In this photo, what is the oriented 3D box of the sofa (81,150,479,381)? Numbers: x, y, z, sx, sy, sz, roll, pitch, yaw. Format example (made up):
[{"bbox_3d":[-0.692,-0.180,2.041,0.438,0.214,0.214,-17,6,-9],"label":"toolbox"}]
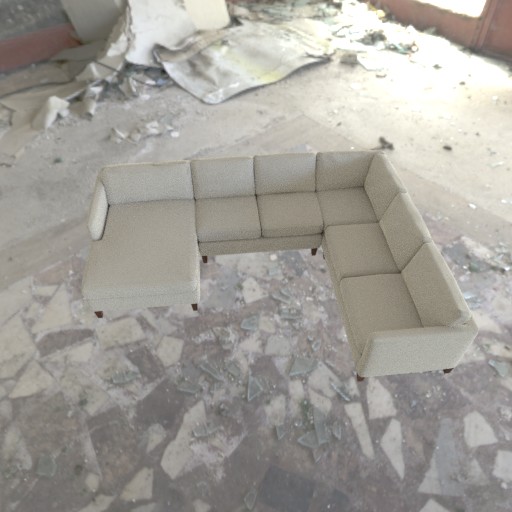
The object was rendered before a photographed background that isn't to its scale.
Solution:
[{"bbox_3d":[0.000,0.000,4.538,3.459,0.956,2.593,-4,47,-4],"label":"sofa"}]
